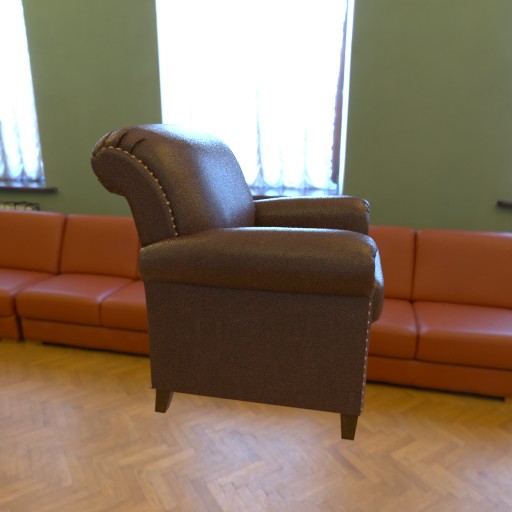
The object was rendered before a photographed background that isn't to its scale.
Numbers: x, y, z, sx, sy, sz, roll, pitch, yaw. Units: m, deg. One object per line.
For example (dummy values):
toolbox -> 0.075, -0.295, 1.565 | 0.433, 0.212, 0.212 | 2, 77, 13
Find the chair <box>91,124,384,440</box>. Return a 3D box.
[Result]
chair -> 0.000, 0.000, 1.622 | 0.890, 0.927, 0.854 | 3, 16, 12
